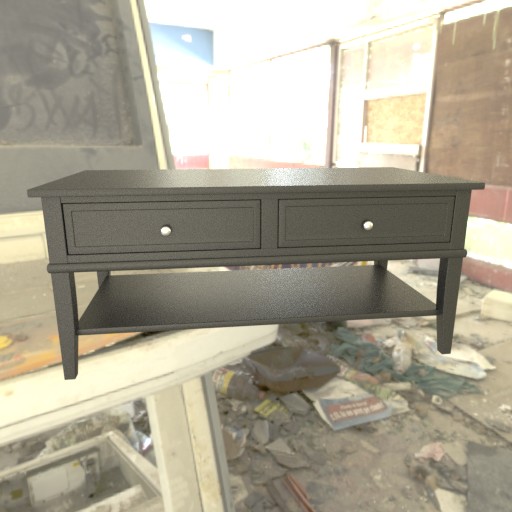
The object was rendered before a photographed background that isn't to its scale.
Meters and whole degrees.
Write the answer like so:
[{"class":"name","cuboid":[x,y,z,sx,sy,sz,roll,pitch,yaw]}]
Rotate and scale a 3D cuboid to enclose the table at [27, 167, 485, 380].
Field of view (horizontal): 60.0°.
[{"class":"table","cuboid":[0.000,0.000,1.311,1.044,0.470,0.523,-2,16,-7]}]
